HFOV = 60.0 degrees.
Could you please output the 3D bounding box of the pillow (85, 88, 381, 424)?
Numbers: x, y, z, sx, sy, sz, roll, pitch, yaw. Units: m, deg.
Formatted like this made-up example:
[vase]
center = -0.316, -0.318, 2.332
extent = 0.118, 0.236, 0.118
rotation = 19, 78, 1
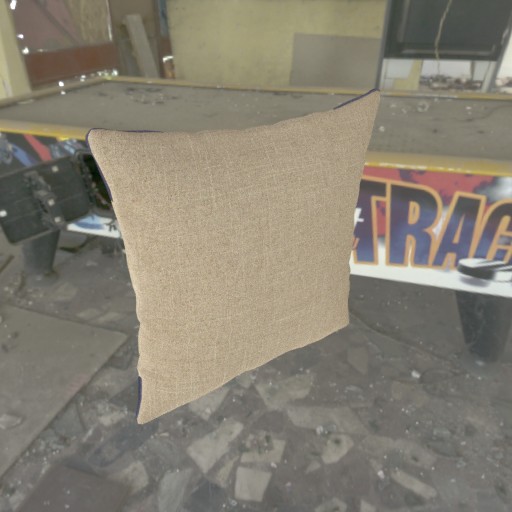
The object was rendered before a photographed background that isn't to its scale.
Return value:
[pillow]
center = 0.000, 0.000, 0.668
extent = 0.440, 0.441, 0.147
rotation = -19, 35, -30
